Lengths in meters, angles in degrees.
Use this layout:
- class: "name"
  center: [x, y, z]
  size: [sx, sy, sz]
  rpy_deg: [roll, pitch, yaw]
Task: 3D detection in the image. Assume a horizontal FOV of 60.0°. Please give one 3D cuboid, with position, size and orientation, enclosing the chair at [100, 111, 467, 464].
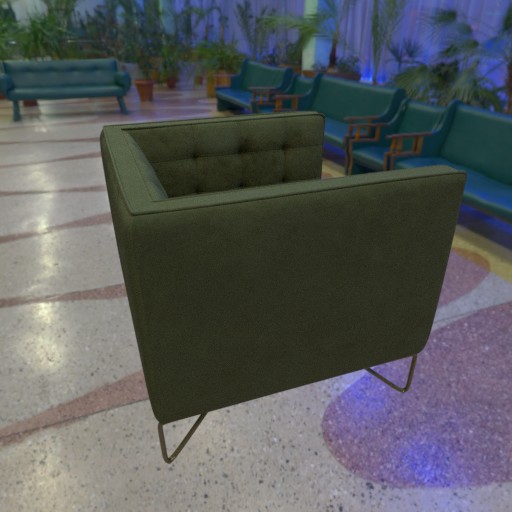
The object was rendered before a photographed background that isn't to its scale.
- class: "chair"
  center: [0.000, 0.000, 1.543]
  size: [0.894, 0.790, 0.880]
  rpy_deg: [-10, 31, -18]
